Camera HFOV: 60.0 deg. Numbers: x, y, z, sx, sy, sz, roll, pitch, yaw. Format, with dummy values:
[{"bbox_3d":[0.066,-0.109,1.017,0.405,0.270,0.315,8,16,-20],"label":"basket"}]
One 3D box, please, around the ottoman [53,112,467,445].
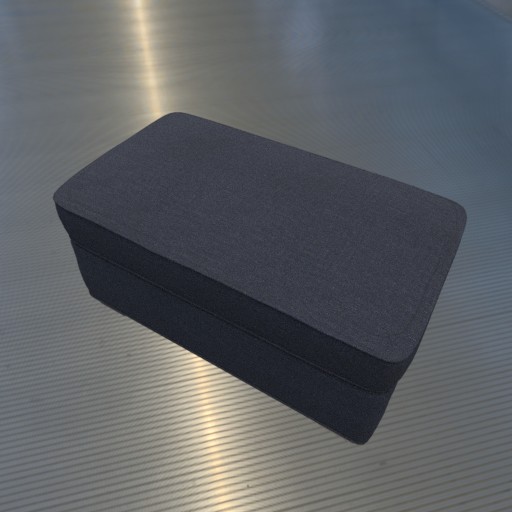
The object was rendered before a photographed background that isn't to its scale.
[{"bbox_3d":[0.000,0.000,1.175,0.895,0.453,0.505,24,51,21],"label":"ottoman"}]
